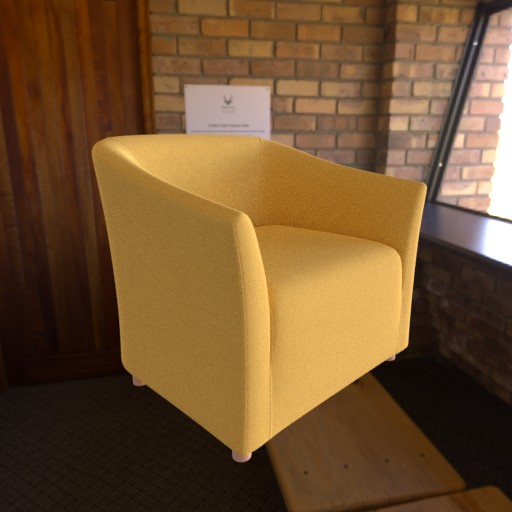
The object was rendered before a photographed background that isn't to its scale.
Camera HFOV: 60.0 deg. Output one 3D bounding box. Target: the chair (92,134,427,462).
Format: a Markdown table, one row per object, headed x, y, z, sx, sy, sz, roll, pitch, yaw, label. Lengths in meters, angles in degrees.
| x | y | z | sx | sy | sz | roll | pitch | yaw | label |
| --- | --- | --- | --- | --- | --- | --- | --- | --- | --- |
| 0.000 | 0.000 | 1.358 | 0.790 | 0.720 | 0.700 | -15 | 21 | -43 | chair |
